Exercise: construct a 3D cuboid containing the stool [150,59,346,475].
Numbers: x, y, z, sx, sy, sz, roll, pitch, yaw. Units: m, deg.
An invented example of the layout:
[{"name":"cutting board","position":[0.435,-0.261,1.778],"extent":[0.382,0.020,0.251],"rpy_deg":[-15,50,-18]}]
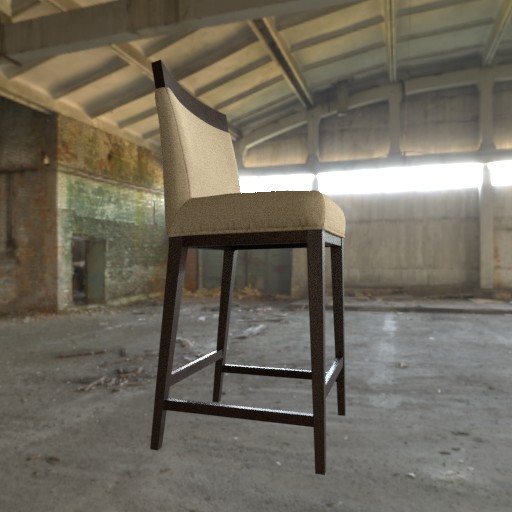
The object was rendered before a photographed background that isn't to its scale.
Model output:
[{"name":"stool","position":[0.000,0.000,1.435],"extent":[0.531,1.117,0.511],"rpy_deg":[0,-1,18]}]
